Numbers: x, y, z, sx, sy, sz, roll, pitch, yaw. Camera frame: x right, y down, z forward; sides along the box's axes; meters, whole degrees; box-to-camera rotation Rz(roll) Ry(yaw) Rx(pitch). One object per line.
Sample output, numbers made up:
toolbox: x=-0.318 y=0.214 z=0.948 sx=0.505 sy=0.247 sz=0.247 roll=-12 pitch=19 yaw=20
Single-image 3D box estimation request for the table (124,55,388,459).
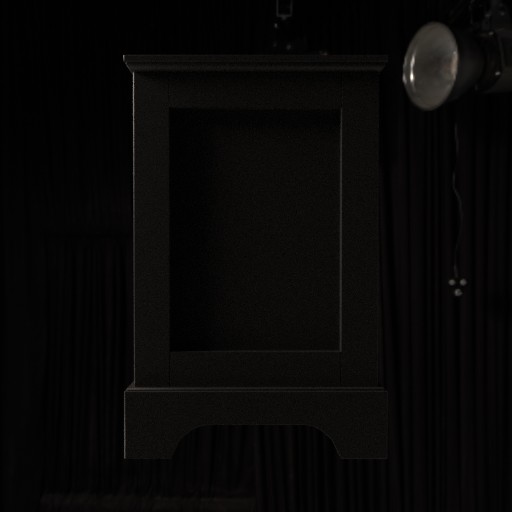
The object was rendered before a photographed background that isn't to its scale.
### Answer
table: x=0.000 y=0.000 z=0.898 sx=0.399 sy=0.610 sz=0.460 roll=0 pitch=1 yaw=0
